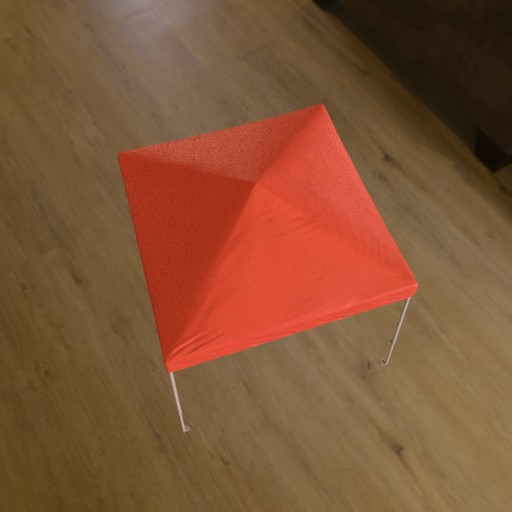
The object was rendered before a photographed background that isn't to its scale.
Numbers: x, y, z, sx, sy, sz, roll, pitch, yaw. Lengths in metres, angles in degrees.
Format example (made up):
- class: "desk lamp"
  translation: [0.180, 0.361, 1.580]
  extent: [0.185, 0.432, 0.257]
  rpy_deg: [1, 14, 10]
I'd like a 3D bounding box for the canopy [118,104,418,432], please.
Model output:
- class: "canopy"
  translation: [0.000, 0.000, 5.171]
  extent: [2.850, 2.850, 2.849]
  rpy_deg: [-16, 64, -8]
